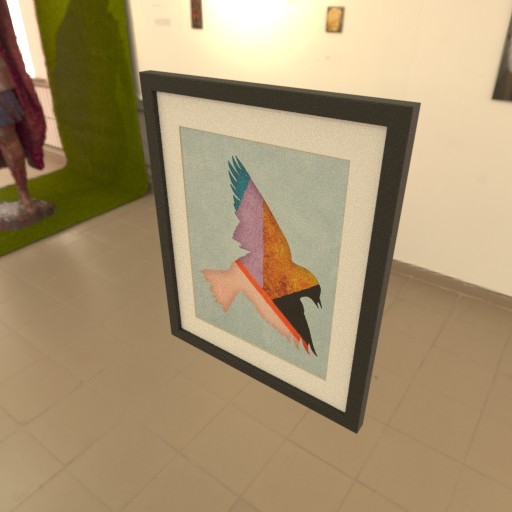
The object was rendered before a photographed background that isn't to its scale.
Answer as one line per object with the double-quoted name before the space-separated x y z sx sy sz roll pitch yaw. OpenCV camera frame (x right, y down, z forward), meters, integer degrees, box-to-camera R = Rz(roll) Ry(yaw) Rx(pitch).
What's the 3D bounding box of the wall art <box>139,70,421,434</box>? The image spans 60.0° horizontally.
"wall art" 0.000 0.000 0.763 0.457 0.558 0.028 20 36 30
